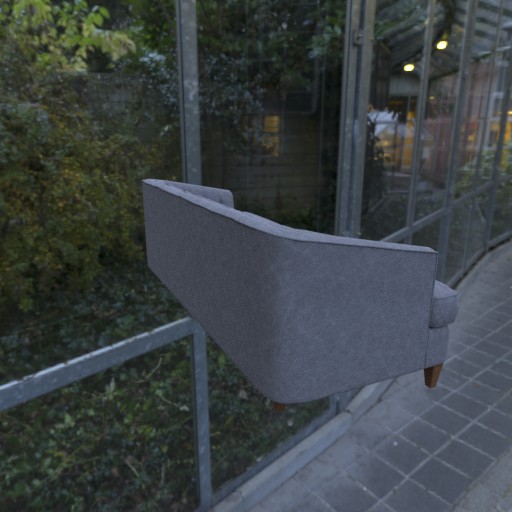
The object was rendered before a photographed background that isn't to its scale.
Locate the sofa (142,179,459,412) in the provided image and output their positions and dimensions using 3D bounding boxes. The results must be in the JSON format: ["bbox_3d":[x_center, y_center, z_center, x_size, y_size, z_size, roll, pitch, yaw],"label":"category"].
[{"bbox_3d":[0.000,0.000,2.701,0.917,0.806,2.247,-7,17,-25],"label":"sofa"}]
